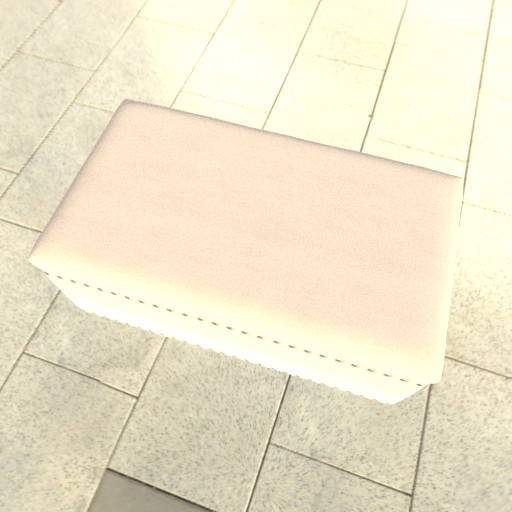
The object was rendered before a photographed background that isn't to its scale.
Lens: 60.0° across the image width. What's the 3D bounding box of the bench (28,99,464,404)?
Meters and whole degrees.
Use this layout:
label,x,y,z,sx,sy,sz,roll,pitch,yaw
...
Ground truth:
label,x,y,z,sx,sy,sz,roll,pitch,yaw
bench,0.000,0.000,1.175,0.887,0.449,0.500,15,64,8
